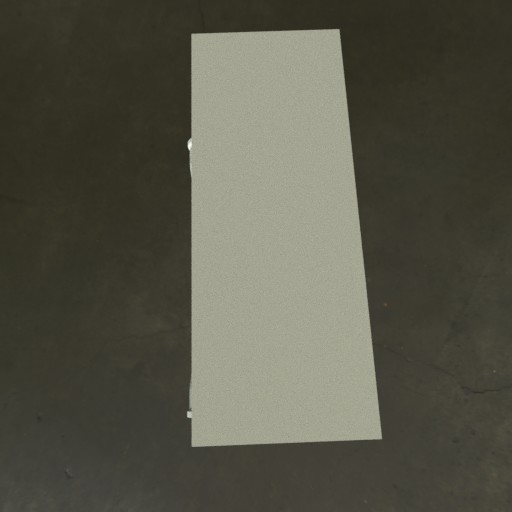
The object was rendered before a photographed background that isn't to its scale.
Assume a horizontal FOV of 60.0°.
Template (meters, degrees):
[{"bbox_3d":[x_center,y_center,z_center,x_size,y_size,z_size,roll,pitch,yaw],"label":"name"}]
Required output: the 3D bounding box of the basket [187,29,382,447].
[{"bbox_3d":[0.000,0.000,1.116,0.376,0.625,0.792,-2,75,-1],"label":"basket"}]
